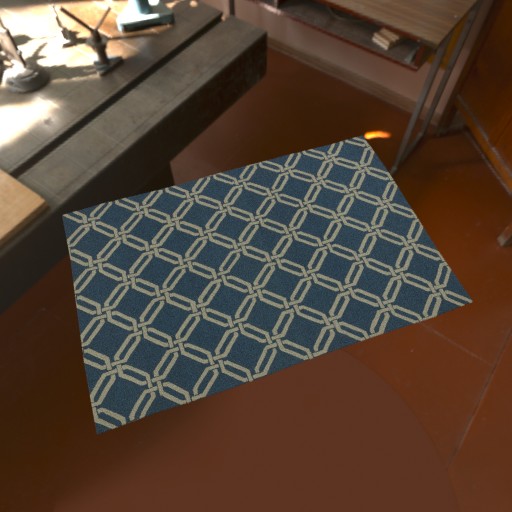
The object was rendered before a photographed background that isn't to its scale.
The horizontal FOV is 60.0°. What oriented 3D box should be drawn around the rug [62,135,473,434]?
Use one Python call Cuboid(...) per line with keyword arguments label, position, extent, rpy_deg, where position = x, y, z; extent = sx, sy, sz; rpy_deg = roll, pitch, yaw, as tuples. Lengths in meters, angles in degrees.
Cuboid(label="rug", position=(0.000, 0.000, 2.187), extent=(1.755, 0.010, 1.153), rpy_deg=(-17, 61, -10))
